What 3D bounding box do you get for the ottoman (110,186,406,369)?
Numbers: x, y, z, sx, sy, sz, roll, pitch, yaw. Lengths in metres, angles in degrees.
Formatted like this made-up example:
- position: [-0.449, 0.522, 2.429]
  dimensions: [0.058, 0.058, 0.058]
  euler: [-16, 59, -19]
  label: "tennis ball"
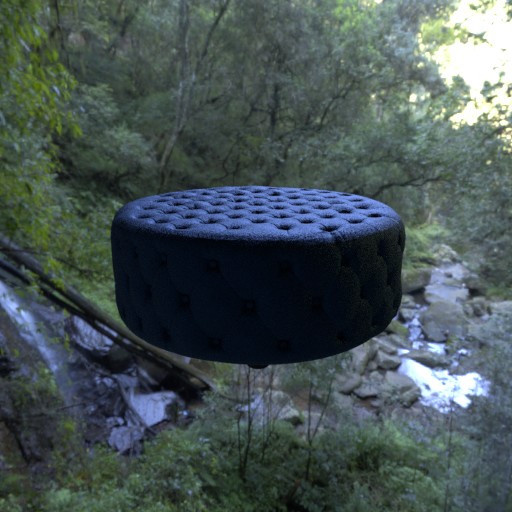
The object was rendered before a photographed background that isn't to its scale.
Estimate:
- position: [0.000, 0.000, 1.590]
  dimensions: [0.998, 0.398, 0.998]
  euler: [0, 17, 0]
  label: "ottoman"
